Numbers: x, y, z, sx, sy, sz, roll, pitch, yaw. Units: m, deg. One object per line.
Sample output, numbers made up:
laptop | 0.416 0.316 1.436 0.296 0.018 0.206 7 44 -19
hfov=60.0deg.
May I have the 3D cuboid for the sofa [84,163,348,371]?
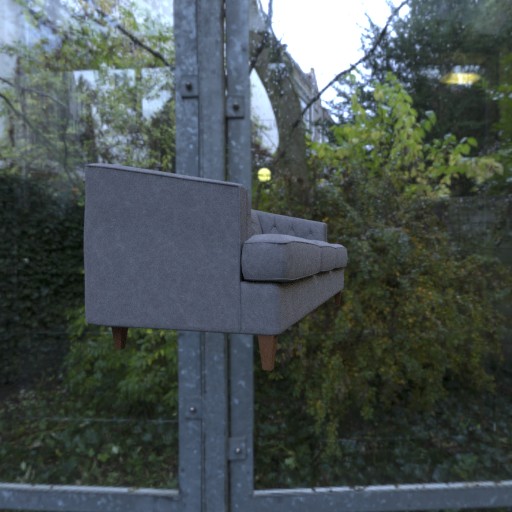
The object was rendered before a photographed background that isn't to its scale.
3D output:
sofa | 0.000 0.000 2.719 0.917 0.806 2.247 0 0 17
